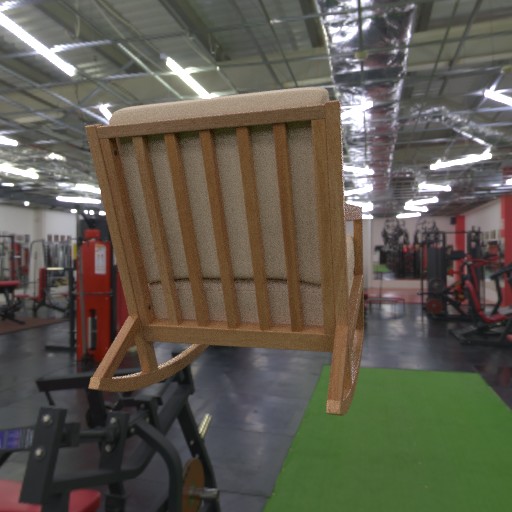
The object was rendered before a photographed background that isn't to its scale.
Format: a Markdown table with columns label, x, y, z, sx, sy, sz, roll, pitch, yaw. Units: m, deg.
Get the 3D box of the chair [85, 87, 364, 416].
| label | x | y | z | sx | sy | sz | roll | pitch | yaw |
| --- | --- | --- | --- | --- | --- | --- | --- | --- | --- |
| chair | 0.000 | 0.000 | 1.412 | 0.622 | 0.790 | 0.857 | 0 | 0 | 17 |
